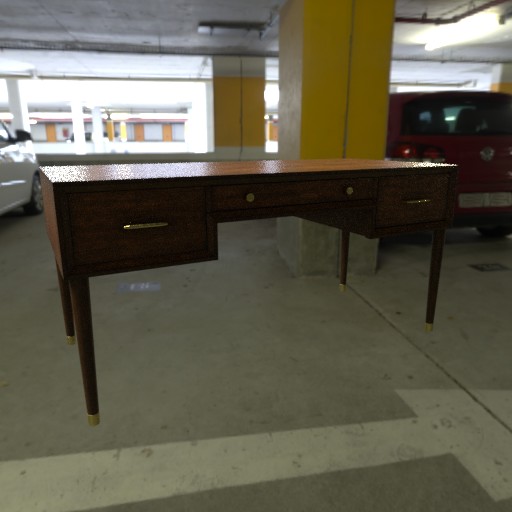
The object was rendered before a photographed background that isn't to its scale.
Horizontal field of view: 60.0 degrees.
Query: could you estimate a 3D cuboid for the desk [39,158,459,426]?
[{"bbox_3d":[0.000,0.000,1.911,1.575,0.762,0.724,-8,17,-27],"label":"desk"}]
